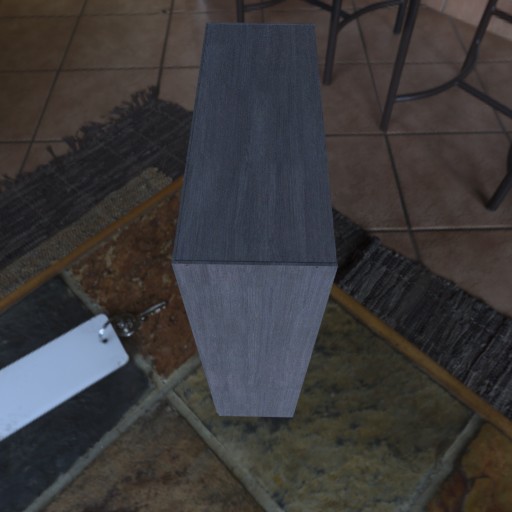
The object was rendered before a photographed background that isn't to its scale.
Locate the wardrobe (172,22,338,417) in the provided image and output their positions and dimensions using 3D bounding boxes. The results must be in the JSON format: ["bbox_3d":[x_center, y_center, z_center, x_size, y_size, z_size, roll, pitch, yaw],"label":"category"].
[{"bbox_3d":[0.000,0.000,2.468,0.510,1.910,1.290,1,57,1],"label":"wardrobe"}]
